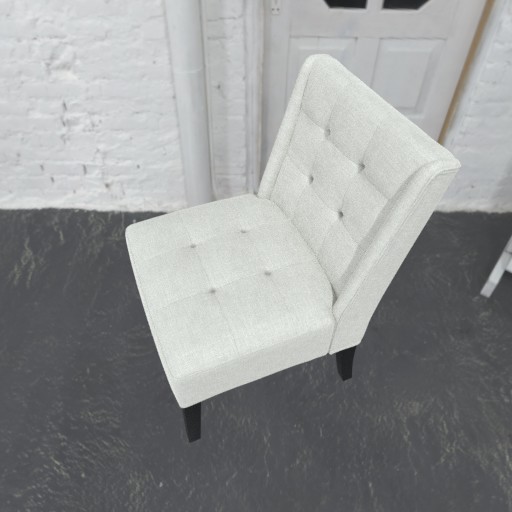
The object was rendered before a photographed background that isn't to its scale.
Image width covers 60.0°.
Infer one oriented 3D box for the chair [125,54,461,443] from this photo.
[{"bbox_3d":[0.000,0.000,1.270,0.676,0.853,0.569,-17,50,-15],"label":"chair"}]
